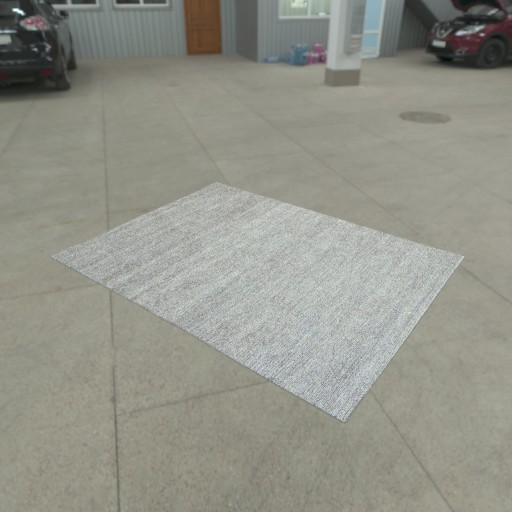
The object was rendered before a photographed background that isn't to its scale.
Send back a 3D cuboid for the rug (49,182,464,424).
[{"bbox_3d":[0.000,0.000,4.269,3.202,0.045,2.434,21,37,32],"label":"rug"}]
